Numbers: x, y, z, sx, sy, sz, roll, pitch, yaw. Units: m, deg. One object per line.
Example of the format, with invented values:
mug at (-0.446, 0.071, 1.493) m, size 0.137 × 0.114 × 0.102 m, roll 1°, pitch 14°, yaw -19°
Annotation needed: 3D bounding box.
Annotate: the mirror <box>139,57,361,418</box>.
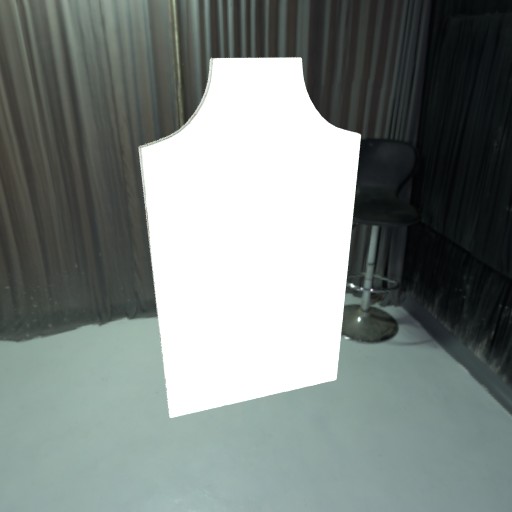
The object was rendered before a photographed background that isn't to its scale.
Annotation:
mirror at (0.000, 0.000, 0.879) m, size 0.403 × 0.717 × 0.022 m, roll -8°, pitch 27°, yaw -16°
